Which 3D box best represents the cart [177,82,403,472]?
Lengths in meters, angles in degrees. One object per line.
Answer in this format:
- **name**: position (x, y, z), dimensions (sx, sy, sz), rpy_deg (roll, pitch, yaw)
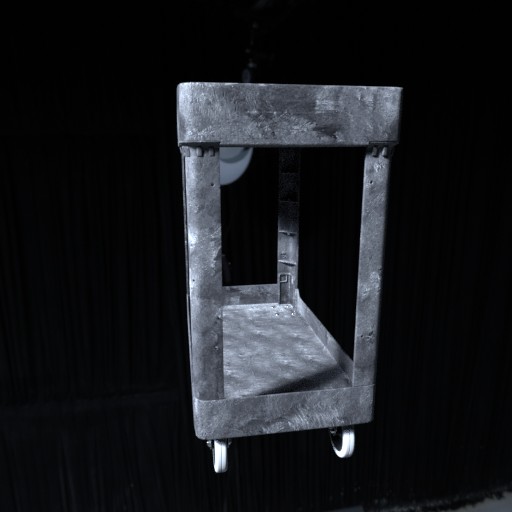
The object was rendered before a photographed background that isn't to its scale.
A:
- **cart**: position (0.000, 0.000, 1.290), dimensions (0.420, 0.824, 0.877), rpy_deg (-2, 14, -9)
